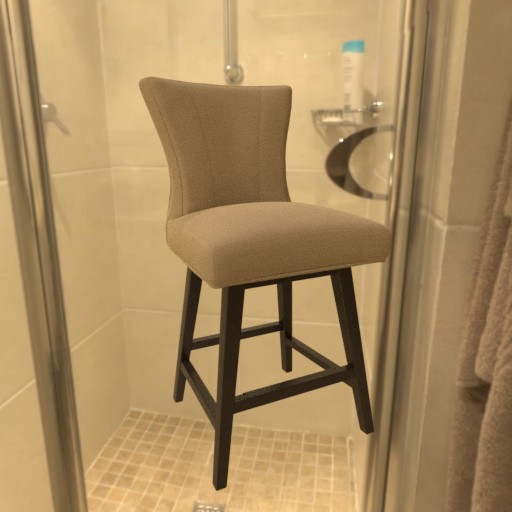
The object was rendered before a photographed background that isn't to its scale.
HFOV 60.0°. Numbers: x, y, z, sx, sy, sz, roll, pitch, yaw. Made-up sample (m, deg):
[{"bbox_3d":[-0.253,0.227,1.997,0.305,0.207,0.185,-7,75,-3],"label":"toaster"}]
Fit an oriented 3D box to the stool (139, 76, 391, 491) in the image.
[{"bbox_3d":[0.000,0.000,1.290,0.514,1.000,0.574,-7,16,-26],"label":"stool"}]
